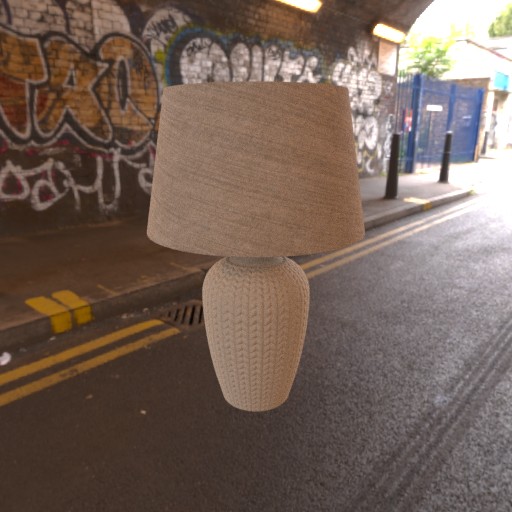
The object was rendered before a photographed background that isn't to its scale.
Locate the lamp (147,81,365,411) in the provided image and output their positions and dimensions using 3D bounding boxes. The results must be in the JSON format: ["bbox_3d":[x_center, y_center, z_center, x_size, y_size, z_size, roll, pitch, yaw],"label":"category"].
[{"bbox_3d":[0.000,0.000,0.828,0.390,0.580,0.390,0,16,0],"label":"lamp"}]
